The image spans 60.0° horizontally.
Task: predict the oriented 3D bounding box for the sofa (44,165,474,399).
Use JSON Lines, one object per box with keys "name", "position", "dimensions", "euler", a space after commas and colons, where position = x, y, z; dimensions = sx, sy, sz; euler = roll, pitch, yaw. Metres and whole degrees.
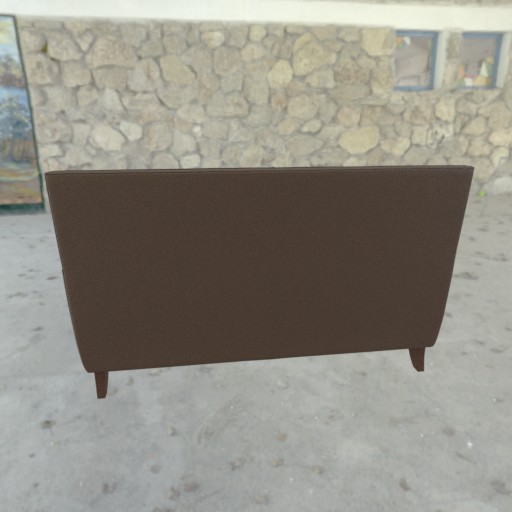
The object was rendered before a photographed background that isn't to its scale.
{"name": "sofa", "position": [0.000, 0.000, 2.004], "dimensions": [1.468, 0.859, 0.853], "euler": [-2, 17, -8]}
